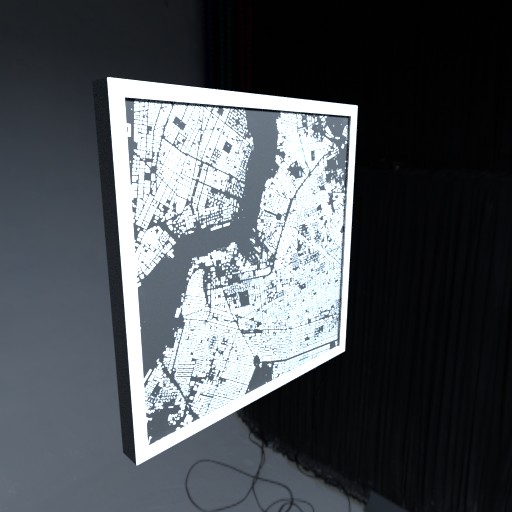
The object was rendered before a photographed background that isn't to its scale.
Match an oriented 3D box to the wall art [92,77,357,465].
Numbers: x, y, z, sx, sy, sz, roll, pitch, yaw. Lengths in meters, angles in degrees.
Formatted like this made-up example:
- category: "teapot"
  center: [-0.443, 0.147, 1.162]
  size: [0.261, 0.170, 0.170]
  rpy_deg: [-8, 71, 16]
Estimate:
- category: "wall art"
  center: [0.000, 0.000, 0.742]
  size: [0.506, 0.506, 0.038]
  rpy_deg: [-13, 19, -43]
